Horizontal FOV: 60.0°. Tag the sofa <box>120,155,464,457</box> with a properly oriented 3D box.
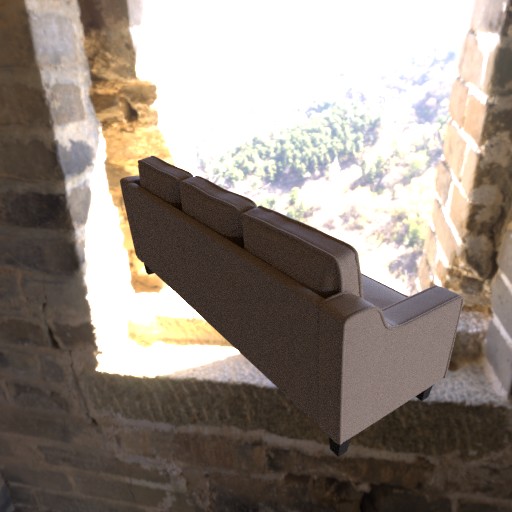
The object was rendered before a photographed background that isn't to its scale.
[{"bbox_3d":[0.000,0.000,2.565,0.791,0.902,2.131,-17,30,-31],"label":"sofa"}]
